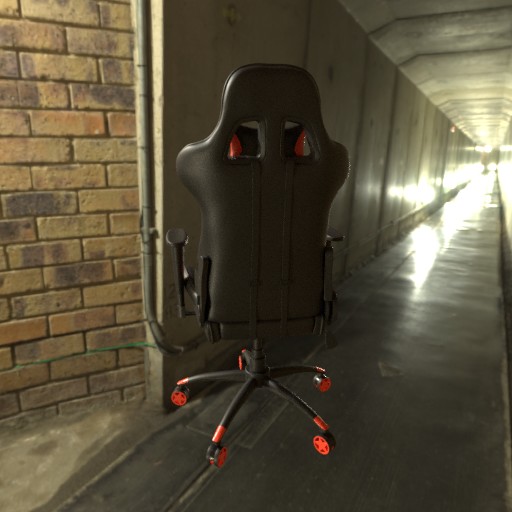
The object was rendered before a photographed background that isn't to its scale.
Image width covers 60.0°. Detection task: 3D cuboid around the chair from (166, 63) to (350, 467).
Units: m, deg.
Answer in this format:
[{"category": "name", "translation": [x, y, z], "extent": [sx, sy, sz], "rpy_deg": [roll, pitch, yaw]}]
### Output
[{"category": "chair", "translation": [0.000, 0.000, 1.699], "extent": [0.695, 1.282, 0.730], "rpy_deg": [-2, 14, -9]}]
